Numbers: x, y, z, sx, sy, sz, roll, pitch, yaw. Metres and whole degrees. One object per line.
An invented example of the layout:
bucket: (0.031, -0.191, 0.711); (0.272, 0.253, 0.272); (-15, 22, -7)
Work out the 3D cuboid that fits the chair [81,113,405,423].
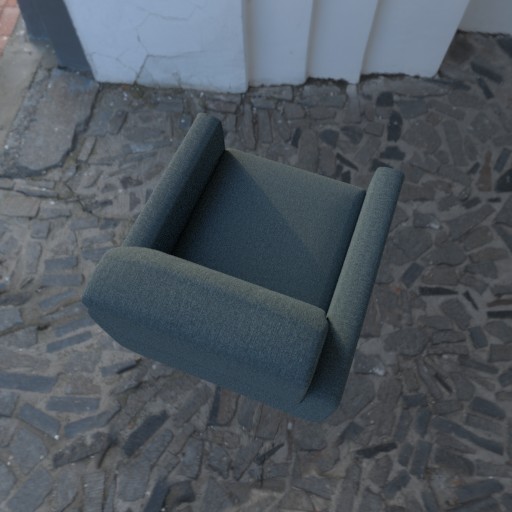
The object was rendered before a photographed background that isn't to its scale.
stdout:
chair: (0.000, 0.000, 1.689); (0.880, 0.940, 0.964); (19, 66, 9)
